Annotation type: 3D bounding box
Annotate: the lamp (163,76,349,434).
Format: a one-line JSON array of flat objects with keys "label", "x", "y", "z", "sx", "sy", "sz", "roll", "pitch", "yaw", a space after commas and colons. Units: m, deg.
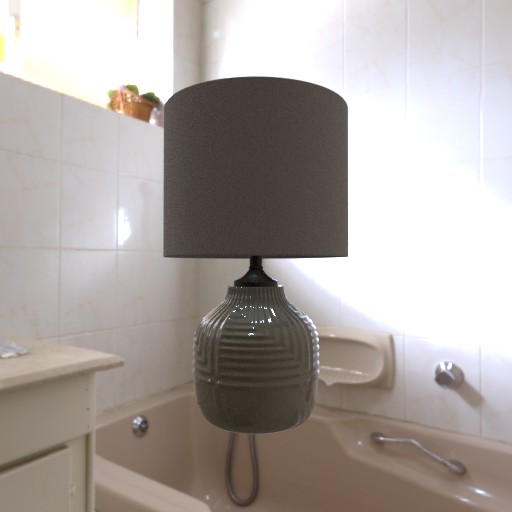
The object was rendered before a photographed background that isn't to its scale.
[{"label": "lamp", "x": 0.000, "y": 0.000, "z": 0.775, "sx": 0.318, "sy": 0.567, "sz": 0.318, "roll": 0, "pitch": -1, "yaw": 0}]
